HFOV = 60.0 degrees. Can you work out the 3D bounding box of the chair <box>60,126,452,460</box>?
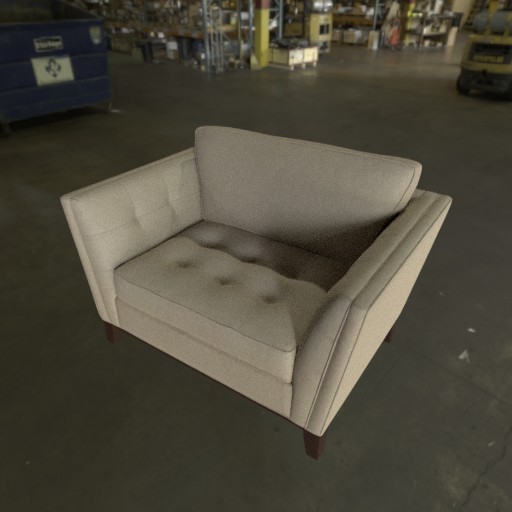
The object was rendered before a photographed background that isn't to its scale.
[{"bbox_3d":[0.000,0.000,2.046,1.397,0.940,0.965,19,36,29],"label":"chair"}]
